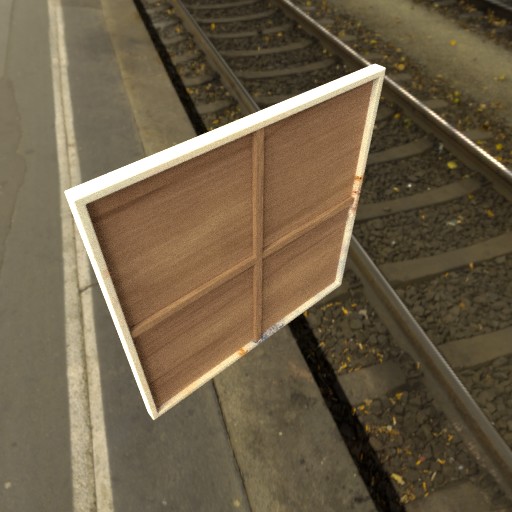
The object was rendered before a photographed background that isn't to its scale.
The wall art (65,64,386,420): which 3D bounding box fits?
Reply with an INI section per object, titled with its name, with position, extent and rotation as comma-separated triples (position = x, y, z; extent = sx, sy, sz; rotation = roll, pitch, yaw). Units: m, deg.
[wall art]
position = 0.000, 0.000, 1.318
extent = 0.889, 0.889, 0.038
rotation = -31, 53, -27
